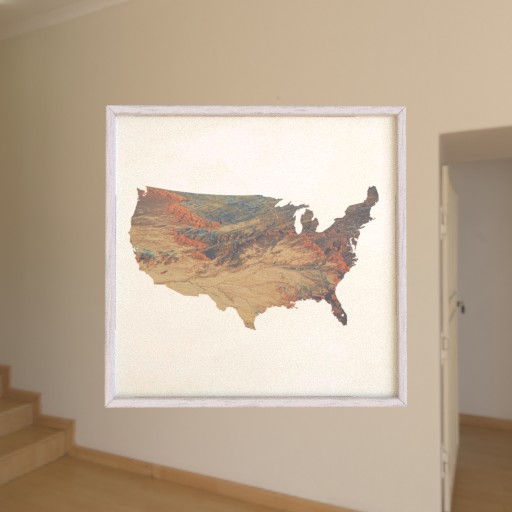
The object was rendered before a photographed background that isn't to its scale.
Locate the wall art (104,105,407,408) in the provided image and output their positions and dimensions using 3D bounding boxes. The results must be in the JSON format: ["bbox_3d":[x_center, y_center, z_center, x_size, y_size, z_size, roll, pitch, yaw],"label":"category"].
[{"bbox_3d":[0.000,0.000,1.930,1.287,1.288,0.078,0,-1,0],"label":"wall art"}]
